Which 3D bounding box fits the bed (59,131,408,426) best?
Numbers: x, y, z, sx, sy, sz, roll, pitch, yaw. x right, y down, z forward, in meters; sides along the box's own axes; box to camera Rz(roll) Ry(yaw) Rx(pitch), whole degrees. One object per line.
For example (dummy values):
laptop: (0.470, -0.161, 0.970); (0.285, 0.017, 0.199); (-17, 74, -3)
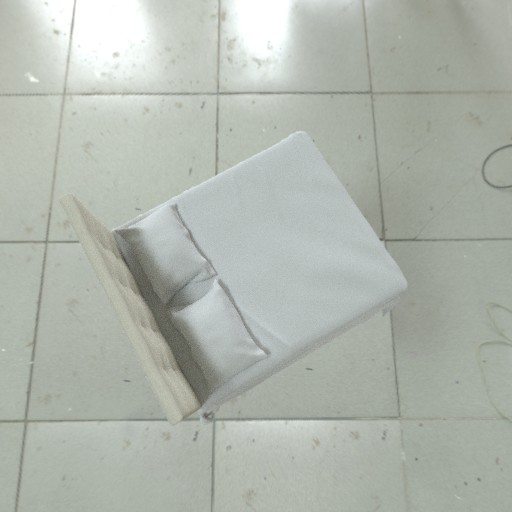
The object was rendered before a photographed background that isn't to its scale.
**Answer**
bed: (0.000, 0.000, 3.589); (2.222, 1.577, 1.936); (-29, 77, -7)
